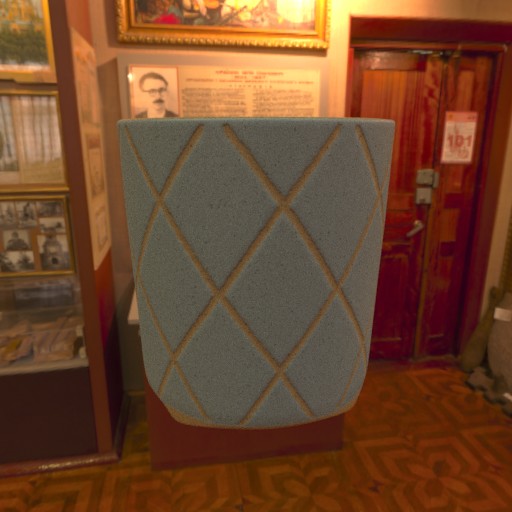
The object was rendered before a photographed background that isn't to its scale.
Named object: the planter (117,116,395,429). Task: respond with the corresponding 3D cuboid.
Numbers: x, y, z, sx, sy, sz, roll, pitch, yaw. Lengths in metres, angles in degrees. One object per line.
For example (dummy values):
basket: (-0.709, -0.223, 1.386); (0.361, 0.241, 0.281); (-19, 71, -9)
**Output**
planter: (0.000, 0.000, 0.343); (0.191, 0.200, 0.191); (0, 16, 0)
